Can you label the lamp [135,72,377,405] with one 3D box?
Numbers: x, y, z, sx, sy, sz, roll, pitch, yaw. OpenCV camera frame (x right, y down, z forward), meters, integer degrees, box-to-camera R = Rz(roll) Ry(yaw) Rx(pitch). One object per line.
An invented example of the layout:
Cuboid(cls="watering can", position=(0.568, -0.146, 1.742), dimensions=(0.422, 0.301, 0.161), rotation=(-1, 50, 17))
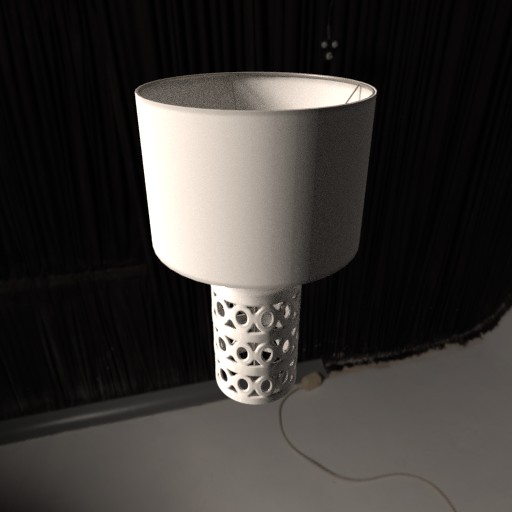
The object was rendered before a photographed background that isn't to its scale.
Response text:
Cuboid(cls="lamp", position=(0.000, 0.000, 0.698), dimensions=(0.310, 0.502, 0.310), rotation=(0, 29, 0))
